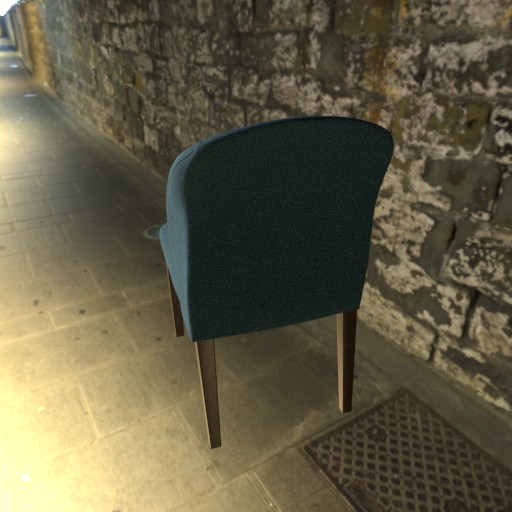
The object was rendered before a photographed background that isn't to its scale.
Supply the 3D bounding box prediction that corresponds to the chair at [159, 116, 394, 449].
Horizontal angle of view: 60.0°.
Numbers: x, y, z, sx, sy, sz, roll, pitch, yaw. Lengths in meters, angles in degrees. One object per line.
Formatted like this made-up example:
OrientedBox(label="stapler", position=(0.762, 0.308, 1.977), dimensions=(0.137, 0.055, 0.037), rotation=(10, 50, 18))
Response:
OrientedBox(label="chair", position=(0.000, 0.000, 1.275), dimensions=(0.507, 0.879, 0.620), rotation=(-9, 29, -16))
